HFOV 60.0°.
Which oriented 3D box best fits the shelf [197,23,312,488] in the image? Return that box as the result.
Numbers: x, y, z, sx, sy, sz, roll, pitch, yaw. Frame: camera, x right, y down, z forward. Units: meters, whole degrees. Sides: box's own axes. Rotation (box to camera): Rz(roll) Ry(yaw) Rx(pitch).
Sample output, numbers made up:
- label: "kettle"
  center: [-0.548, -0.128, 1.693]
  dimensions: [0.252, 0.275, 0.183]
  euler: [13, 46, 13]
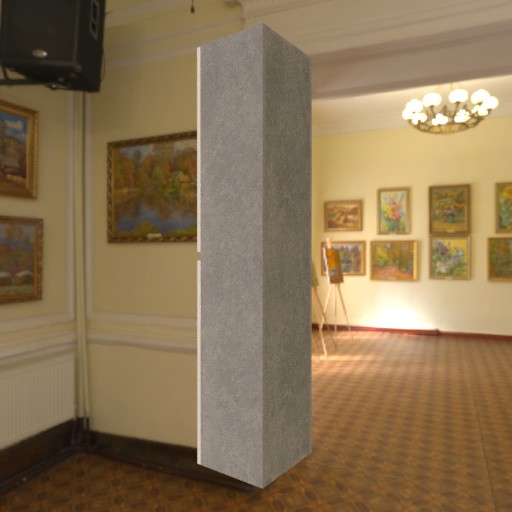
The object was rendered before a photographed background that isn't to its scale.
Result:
- label: "shelf"
  center: [0.000, 0.000, 1.533]
  dimensions: [0.270, 1.400, 0.300]
  euler: [0, 0, 36]
